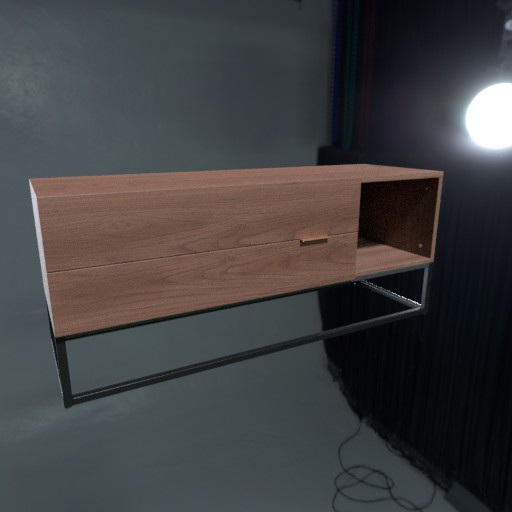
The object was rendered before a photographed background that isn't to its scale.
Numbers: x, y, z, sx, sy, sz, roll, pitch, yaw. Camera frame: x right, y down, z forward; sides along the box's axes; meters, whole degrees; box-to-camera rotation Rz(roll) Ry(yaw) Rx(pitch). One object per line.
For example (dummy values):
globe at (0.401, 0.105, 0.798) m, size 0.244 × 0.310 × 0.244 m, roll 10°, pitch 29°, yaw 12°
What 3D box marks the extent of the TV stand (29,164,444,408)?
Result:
TV stand at (0.000, 0.000, 1.388) m, size 1.200 × 0.500 × 0.415 m, roll -8°, pitch 18°, yaw -27°
